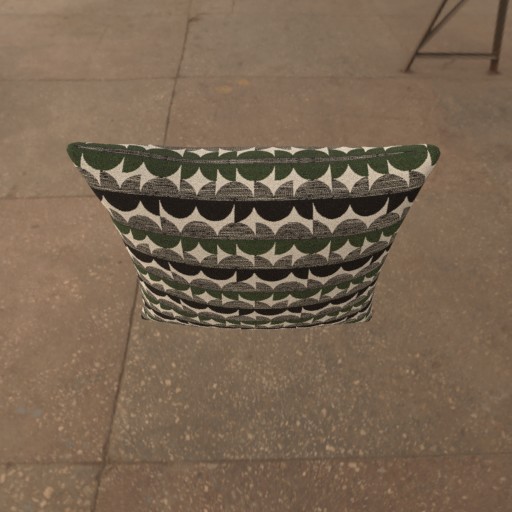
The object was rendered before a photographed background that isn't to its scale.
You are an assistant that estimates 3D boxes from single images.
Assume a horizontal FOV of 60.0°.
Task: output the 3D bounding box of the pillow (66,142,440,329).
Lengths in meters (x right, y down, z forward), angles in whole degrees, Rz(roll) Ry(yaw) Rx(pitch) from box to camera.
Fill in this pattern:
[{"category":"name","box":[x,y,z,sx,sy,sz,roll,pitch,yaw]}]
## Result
[{"category":"pillow","box":[0.000,0.000,0.647,0.419,0.404,0.180,0,47,0]}]
